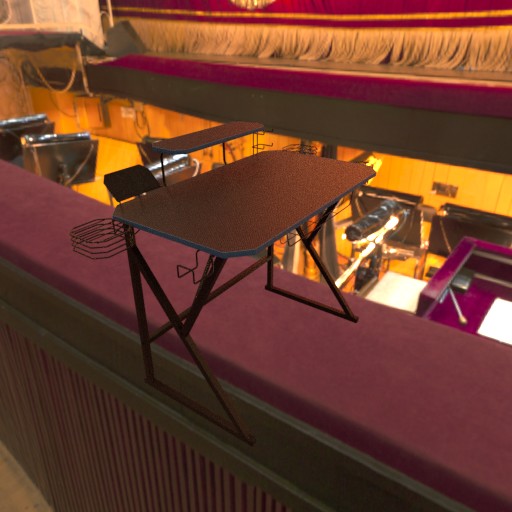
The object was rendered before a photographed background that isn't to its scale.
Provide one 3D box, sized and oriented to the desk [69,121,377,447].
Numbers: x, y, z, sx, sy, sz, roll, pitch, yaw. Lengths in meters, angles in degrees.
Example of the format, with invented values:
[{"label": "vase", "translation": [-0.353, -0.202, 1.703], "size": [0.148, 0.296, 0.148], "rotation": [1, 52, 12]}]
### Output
[{"label": "desk", "translation": [0.000, 0.000, 1.766], "size": [0.594, 0.909, 1.295], "rotation": [18, 33, 31]}]
